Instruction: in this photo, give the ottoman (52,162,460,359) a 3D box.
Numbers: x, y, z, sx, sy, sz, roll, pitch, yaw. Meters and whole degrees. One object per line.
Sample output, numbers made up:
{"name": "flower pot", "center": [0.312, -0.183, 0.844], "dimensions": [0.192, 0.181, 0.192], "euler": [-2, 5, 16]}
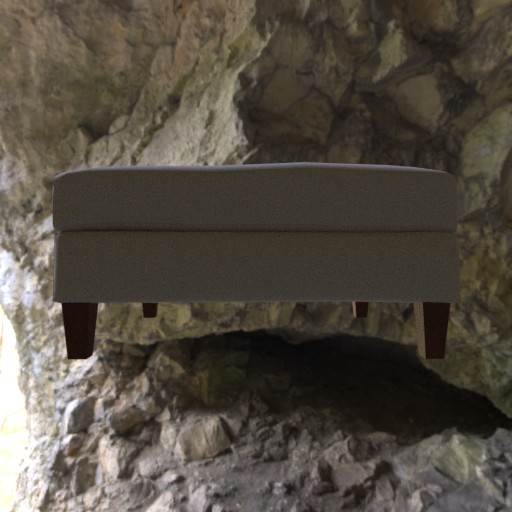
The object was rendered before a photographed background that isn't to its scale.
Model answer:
{"name": "ottoman", "center": [0.000, 0.000, 1.434], "dimensions": [0.976, 0.492, 0.836], "euler": [0, 0, 0]}
